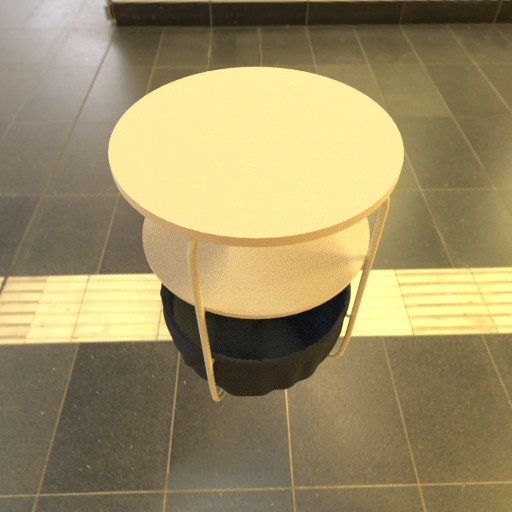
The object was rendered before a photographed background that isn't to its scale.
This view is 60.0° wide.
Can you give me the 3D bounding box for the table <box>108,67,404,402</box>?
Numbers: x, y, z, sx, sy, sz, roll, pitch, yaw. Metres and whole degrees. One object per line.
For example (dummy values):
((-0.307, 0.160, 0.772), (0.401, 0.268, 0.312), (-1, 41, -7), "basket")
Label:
((0.000, 0.000, 0.840), (0.418, 0.532, 0.418), (-16, 50, -14), "table")
